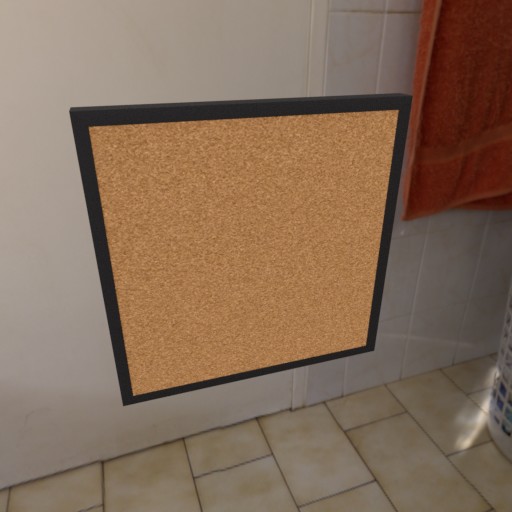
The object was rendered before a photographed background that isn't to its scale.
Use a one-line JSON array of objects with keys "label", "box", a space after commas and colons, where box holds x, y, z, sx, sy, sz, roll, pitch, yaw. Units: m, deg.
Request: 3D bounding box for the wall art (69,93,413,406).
[{"label": "wall art", "box": [0.000, 0.000, 0.756, 0.506, 0.503, 0.036, -8, 28, -16]}]
